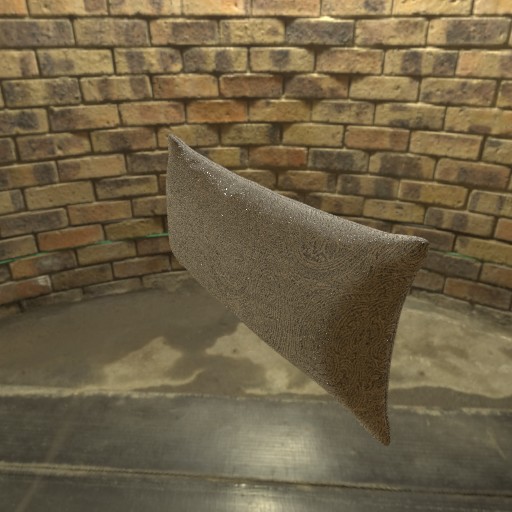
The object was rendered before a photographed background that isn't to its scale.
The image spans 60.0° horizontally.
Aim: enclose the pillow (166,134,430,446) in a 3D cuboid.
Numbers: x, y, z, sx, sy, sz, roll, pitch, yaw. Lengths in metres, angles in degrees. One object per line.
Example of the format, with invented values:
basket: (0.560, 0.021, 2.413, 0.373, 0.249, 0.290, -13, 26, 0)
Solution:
pillow: (0.000, 0.000, 0.734, 0.151, 0.295, 0.615, -17, 32, -30)
